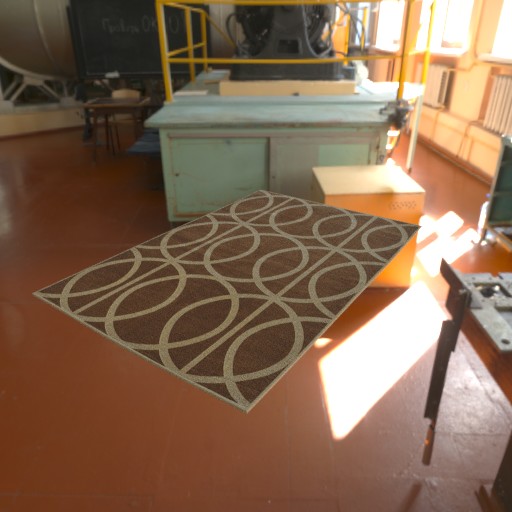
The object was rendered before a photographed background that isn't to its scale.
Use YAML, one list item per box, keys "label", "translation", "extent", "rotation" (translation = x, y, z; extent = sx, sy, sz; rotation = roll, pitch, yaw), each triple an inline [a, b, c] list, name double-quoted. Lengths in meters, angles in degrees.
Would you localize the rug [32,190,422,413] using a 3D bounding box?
- label: "rug"
  translation: [0.000, 0.000, 2.949]
  extent: [1.526, 0.014, 2.290]
  rotation: [18, 32, 31]
